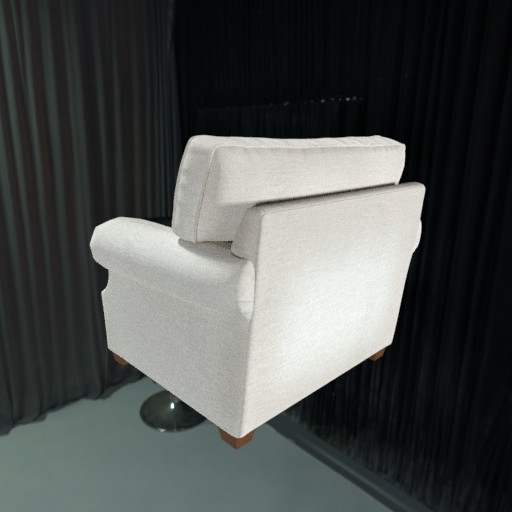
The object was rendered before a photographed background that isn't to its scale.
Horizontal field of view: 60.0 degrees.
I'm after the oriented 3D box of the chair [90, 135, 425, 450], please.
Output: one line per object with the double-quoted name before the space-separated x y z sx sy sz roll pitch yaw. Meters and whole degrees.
"chair" 0.000 0.000 1.823 1.092 0.961 0.965 -15 21 -42
